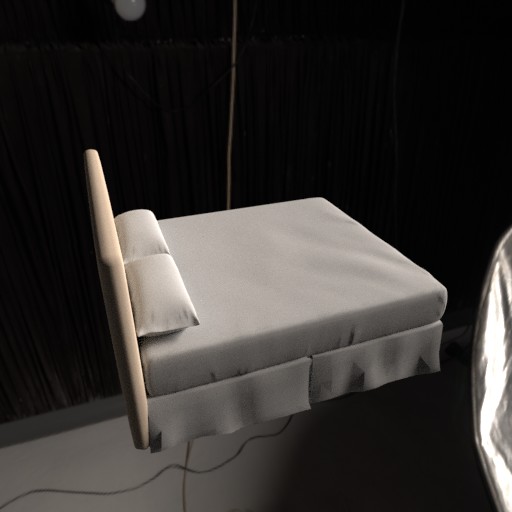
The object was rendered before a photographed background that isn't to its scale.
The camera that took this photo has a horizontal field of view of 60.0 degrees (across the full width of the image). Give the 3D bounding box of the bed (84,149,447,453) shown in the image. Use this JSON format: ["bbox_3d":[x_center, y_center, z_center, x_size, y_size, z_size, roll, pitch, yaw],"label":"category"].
[{"bbox_3d":[0.000,0.000,3.252,2.142,1.330,1.884,-10,31,-18],"label":"bed"}]
